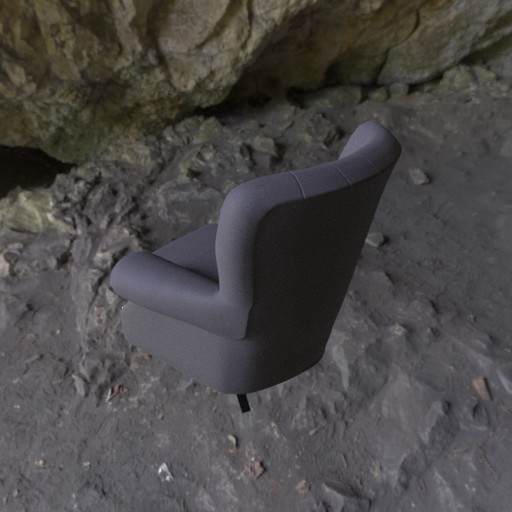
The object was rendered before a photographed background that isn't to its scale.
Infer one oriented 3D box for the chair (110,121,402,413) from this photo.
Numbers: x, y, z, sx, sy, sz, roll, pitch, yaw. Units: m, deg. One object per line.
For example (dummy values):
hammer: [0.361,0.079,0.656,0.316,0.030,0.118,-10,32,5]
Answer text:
chair: [0.000,0.000,1.828,0.983,1.046,0.983,20,36,30]
